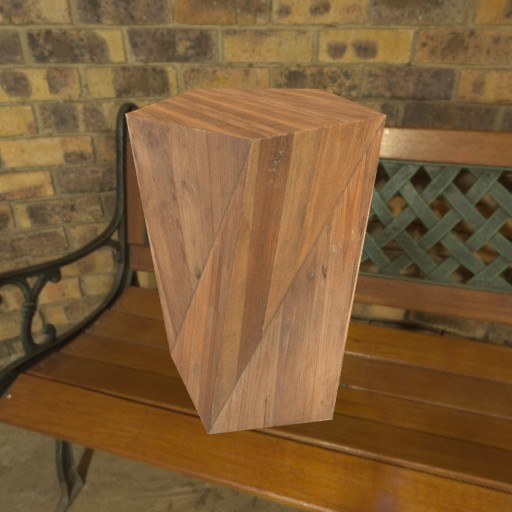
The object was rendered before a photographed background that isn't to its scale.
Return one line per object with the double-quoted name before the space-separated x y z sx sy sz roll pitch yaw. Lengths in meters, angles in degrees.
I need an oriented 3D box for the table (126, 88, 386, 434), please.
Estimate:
"table" 0.000 0.000 0.922 0.441 0.604 0.425 -8 31 -13
